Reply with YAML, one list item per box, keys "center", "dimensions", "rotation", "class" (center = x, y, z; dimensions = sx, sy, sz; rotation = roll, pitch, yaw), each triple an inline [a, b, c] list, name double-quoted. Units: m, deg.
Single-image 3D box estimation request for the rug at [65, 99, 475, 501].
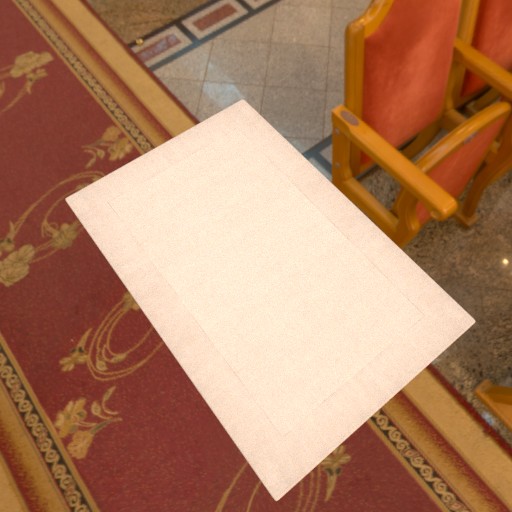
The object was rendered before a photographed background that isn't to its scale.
- center: [0.000, 0.000, 2.256]
  dimensions: [1.219, 0.013, 1.829]
  rotation: [-35, 68, -16]
  class: "rug"
